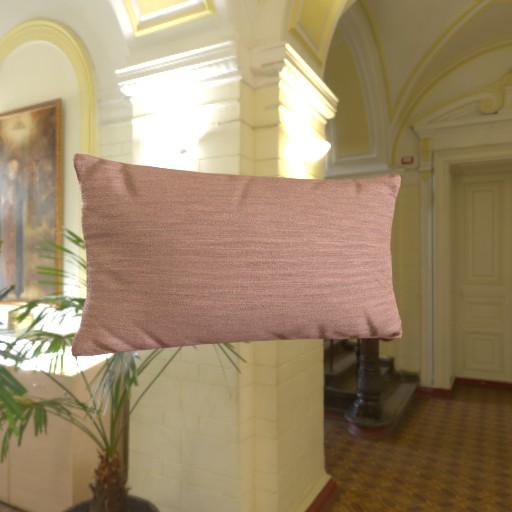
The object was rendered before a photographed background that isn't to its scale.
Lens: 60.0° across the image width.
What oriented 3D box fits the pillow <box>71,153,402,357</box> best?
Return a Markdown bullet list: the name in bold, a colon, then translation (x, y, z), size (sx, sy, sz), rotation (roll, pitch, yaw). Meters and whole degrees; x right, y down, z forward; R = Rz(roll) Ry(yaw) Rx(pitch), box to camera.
- **pillow**: translation (0.000, 0.000, 0.817), size (0.633, 0.338, 0.210), rotation (0, -1, -17)
